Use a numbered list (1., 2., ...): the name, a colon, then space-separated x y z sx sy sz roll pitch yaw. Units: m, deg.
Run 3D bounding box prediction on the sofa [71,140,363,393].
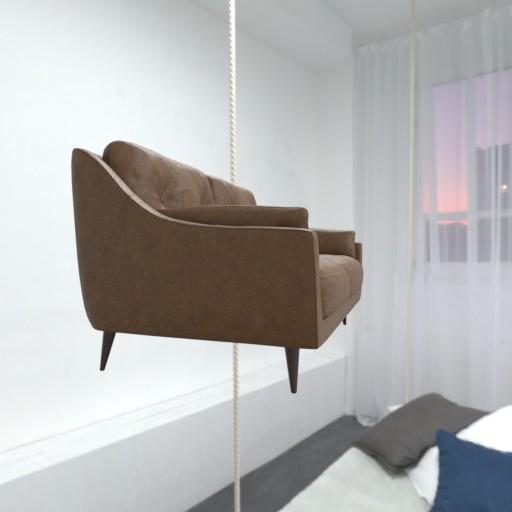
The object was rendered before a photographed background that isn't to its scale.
1. sofa: 0.000 0.000 2.242 0.981 0.886 1.731 0 1 18
